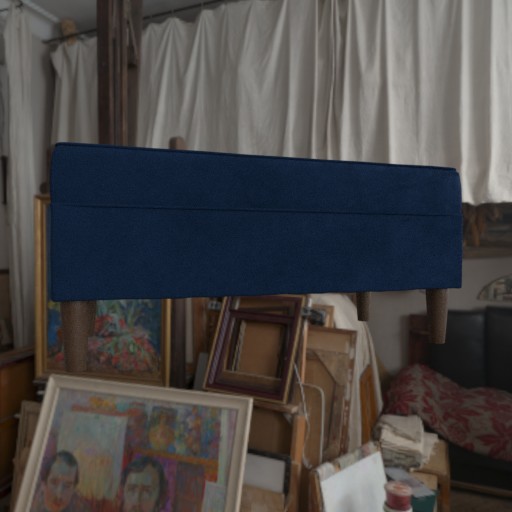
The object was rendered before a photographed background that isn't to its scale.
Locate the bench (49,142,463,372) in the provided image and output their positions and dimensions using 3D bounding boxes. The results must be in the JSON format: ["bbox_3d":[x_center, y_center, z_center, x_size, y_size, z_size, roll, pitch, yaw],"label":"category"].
[{"bbox_3d":[0.000,0.000,1.243,1.010,0.467,0.489,0,1,-17],"label":"bench"}]
